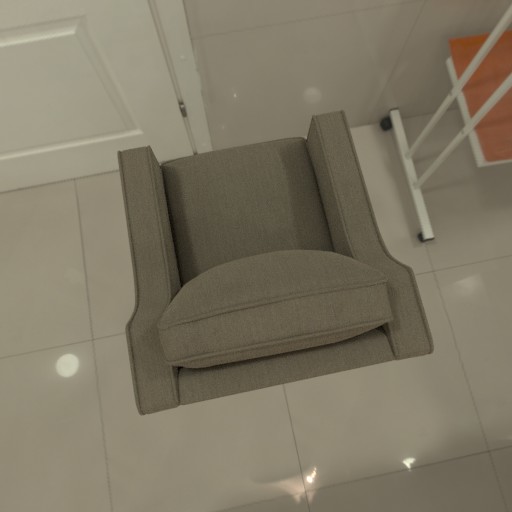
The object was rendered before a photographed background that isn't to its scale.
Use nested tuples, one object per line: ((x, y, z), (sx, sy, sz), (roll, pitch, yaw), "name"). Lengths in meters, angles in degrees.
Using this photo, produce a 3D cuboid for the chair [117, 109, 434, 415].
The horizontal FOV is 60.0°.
((0.000, 0.000, 1.640), (0.831, 0.960, 0.909), (-11, 76, -3), "chair")
